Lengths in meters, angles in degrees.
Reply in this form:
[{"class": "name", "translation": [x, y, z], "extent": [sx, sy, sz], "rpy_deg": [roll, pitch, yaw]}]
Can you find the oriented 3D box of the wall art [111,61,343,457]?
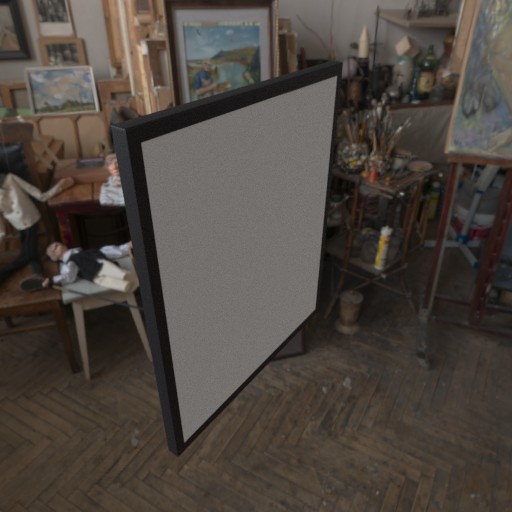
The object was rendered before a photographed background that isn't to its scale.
[{"class": "wall art", "translation": [0.000, 0.000, 0.695], "extent": [0.021, 0.509, 0.430], "rpy_deg": [22, 39, 30]}]
